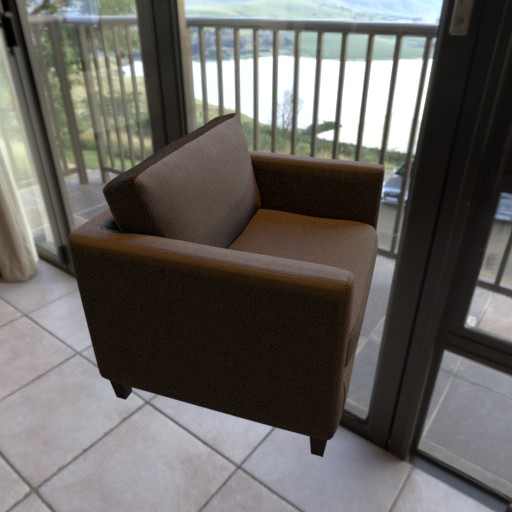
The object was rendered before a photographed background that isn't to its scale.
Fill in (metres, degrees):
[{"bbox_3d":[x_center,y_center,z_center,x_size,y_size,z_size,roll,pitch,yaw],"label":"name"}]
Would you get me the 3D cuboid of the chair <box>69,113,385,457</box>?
[{"bbox_3d":[0.000,0.000,1.865,0.959,0.963,1.107,10,31,16],"label":"chair"}]
